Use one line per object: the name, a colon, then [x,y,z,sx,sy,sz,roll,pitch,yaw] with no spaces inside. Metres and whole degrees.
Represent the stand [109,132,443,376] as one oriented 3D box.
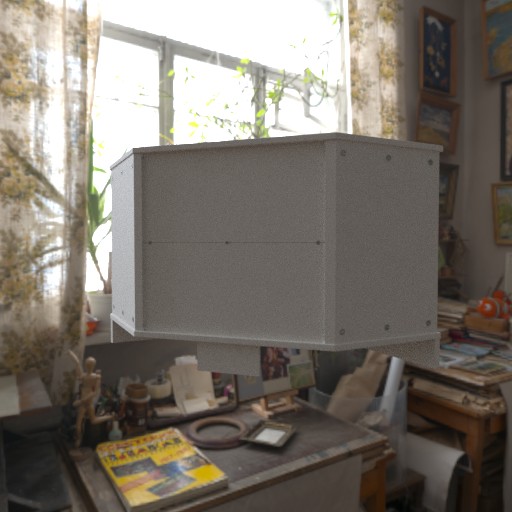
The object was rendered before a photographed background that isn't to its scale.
stand: [0.000,0.000,1.381,1.072,0.614,0.477,1,2,18]
